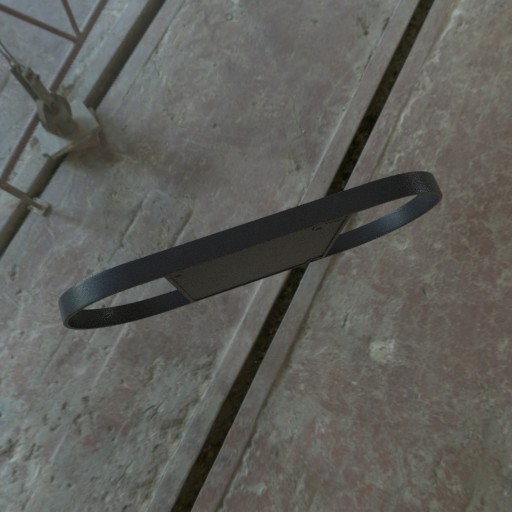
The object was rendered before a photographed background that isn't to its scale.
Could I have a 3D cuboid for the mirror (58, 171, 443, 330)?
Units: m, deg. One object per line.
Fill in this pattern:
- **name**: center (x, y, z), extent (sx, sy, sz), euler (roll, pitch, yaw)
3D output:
- **mirror**: center (0.000, 0.000, 0.674), extent (0.584, 0.254, 0.032), euler (-19, 77, -4)
